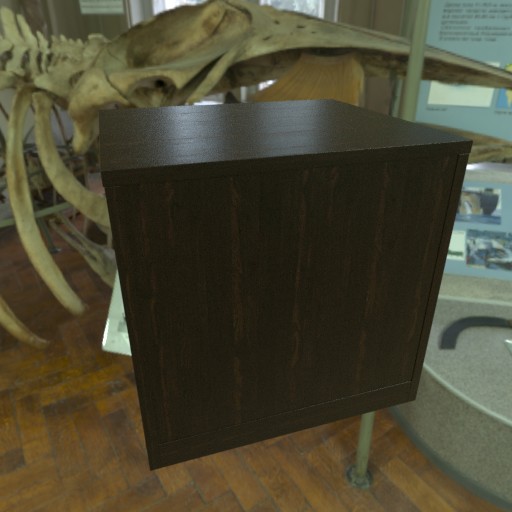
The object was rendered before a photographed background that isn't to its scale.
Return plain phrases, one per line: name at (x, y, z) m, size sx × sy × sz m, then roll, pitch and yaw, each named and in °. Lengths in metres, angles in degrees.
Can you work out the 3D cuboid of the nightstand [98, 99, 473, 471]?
nightstand at (0.000, 0.000, 0.832) m, size 0.489 × 0.487 × 0.427 m, roll -8°, pitch 28°, yaw -16°
